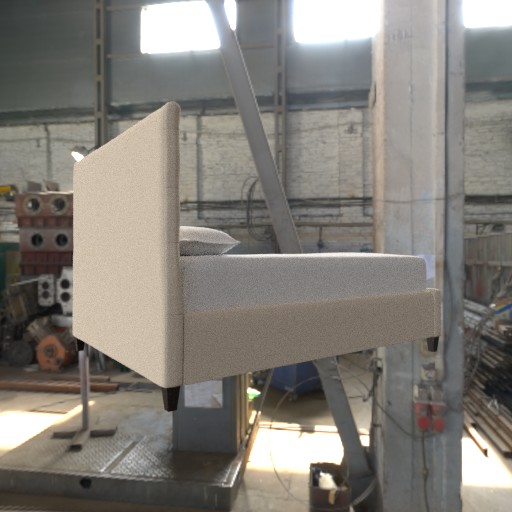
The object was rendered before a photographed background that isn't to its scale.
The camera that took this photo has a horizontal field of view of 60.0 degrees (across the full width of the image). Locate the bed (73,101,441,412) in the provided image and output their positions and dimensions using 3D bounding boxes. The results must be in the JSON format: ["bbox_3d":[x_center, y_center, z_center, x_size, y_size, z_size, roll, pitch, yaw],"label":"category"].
[{"bbox_3d":[0.000,0.000,3.332,2.233,1.426,1.696,0,0,-36],"label":"bed"}]
